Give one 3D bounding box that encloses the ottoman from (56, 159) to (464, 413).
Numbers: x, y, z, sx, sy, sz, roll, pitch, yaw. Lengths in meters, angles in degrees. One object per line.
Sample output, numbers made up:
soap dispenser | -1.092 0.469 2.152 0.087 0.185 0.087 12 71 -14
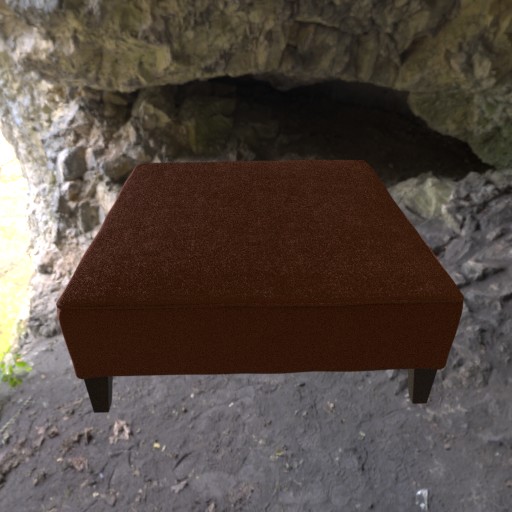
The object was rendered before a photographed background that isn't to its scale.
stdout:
ottoman | 0.000 0.000 1.554 0.997 0.438 0.999 -1 31 -2
